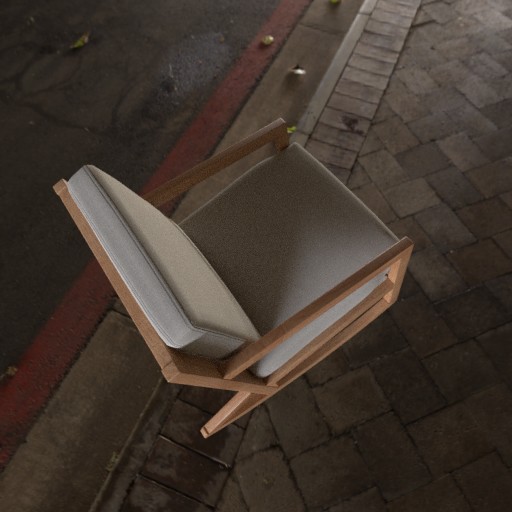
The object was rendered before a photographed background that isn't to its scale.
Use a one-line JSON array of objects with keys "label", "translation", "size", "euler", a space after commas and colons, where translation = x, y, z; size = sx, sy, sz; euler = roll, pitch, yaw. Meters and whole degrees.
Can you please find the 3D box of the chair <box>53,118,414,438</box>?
[{"label": "chair", "translation": [0.000, 0.000, 1.421], "size": [0.857, 0.790, 0.622], "euler": [-30, 63, -18]}]
